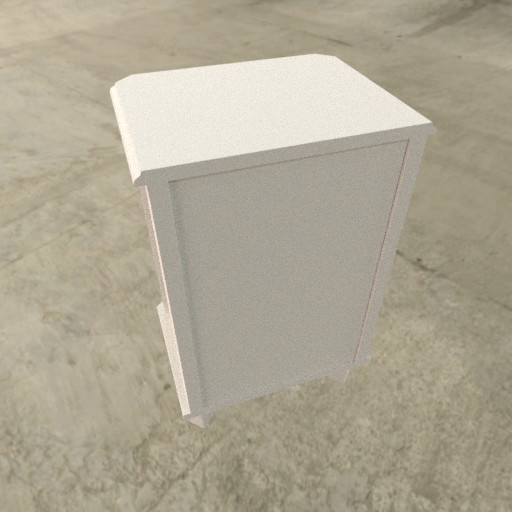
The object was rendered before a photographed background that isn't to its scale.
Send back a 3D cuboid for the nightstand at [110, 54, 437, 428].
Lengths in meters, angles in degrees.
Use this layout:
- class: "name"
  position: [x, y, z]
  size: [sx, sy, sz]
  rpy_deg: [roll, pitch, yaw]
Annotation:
- class: "nightstand"
  position: [0.000, 0.000, 0.929]
  size: [0.435, 0.681, 0.351]
  rpy_deg: [-13, 43, -14]
